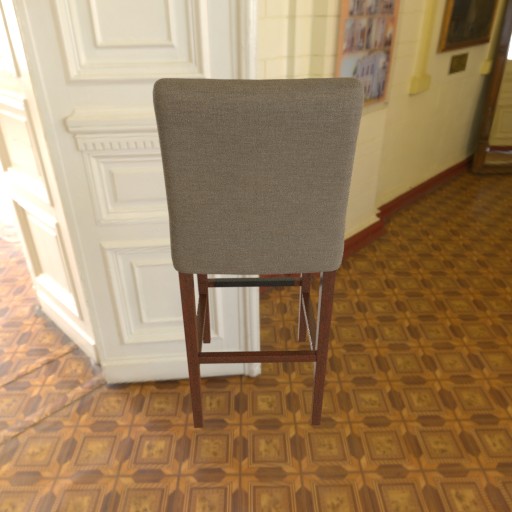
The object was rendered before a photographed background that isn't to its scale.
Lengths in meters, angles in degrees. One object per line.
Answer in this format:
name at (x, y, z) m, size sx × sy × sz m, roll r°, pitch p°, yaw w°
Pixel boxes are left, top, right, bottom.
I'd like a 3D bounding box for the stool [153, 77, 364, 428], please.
stool at (0.000, 0.000, 1.342) m, size 0.470 × 1.078 × 0.577 m, roll -1°, pitch 30°, yaw -1°
